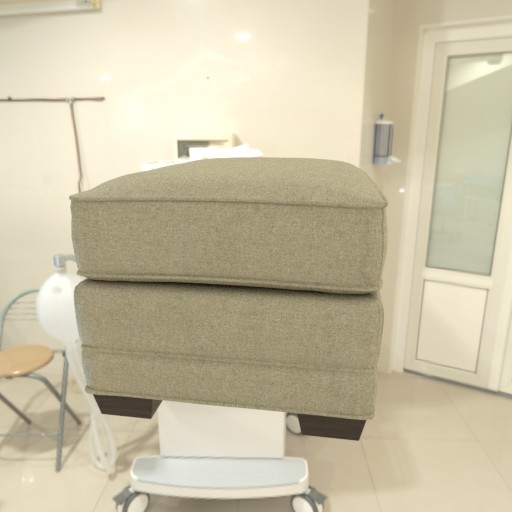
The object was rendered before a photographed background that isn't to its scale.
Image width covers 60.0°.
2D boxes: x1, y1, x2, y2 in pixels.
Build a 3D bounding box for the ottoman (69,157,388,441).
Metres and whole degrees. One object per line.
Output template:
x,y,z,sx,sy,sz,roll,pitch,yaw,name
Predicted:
0.000,0.000,1.205,0.611,0.508,0.848,2,16,9,ottoman
